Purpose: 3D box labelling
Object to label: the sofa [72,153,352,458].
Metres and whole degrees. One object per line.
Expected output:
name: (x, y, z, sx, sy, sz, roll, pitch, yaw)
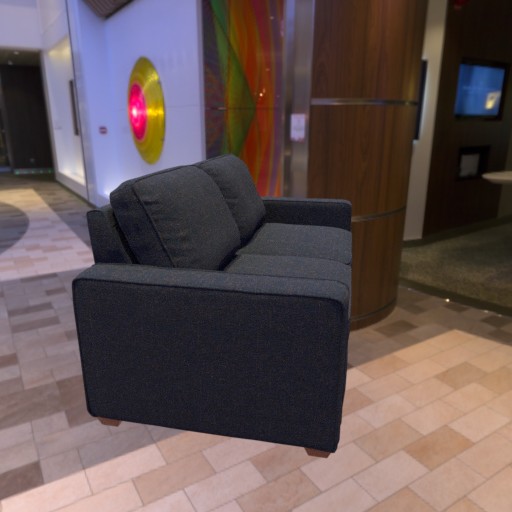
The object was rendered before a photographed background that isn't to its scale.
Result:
sofa: (0.000, 0.000, 2.223, 0.947, 0.918, 1.709, 4, 18, 11)
